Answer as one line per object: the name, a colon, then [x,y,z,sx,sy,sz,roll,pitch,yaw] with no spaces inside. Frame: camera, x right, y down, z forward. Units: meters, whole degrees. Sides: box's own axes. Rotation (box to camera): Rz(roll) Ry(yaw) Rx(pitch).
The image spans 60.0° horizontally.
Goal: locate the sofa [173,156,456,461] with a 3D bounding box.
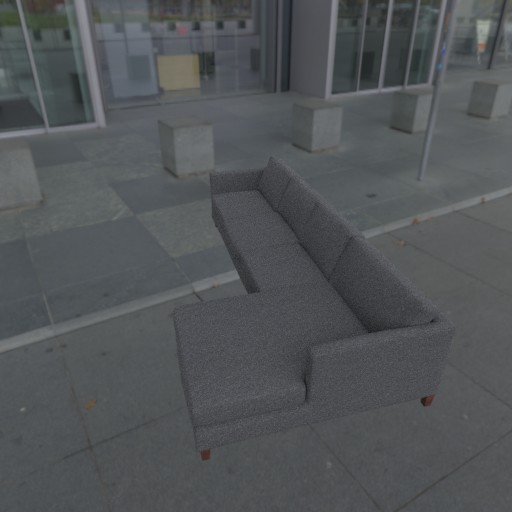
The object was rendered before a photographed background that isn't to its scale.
sofa: [0.000,0.000,3.900,1.625,0.846,3.186,-8,31,-14]
